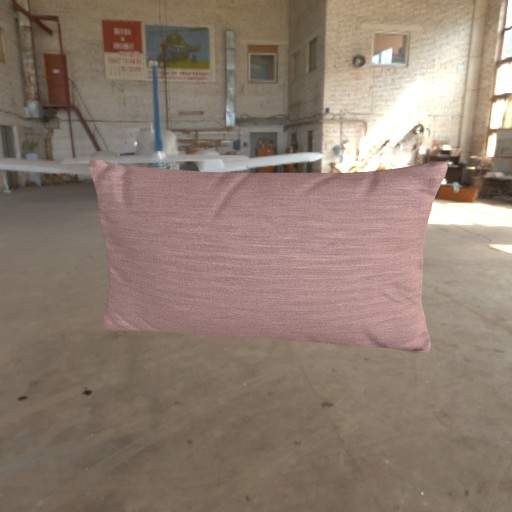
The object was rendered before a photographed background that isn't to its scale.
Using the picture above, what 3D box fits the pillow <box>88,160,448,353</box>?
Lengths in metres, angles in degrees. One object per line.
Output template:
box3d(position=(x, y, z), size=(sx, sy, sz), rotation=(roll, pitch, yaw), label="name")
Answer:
box3d(position=(0.000, 0.000, 0.802), size=(0.633, 0.338, 0.210), rotation=(2, 14, 10), label="pillow")
